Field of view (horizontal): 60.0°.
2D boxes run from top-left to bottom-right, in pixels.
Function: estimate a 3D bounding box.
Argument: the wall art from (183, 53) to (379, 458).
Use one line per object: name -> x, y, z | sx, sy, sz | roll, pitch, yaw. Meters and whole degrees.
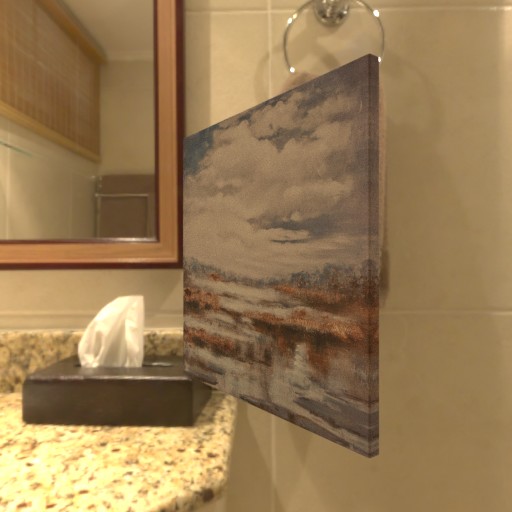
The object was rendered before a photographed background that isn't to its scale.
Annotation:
wall art -> 0.000, 0.000, 1.344 | 0.035, 0.897, 0.888 | 0, 0, -37
